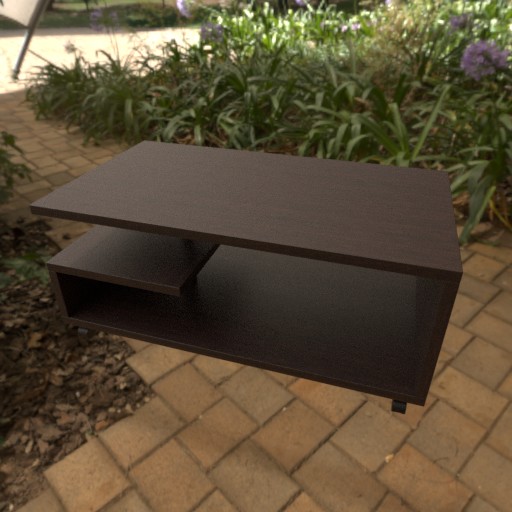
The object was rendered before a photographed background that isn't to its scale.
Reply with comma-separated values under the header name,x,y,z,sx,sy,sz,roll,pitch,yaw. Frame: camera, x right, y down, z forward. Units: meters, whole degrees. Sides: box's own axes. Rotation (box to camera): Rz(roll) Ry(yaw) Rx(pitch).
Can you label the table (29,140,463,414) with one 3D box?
name,x,y,z,sx,sy,sz,roll,pitch,yaw
table,0.000,0.000,1.374,1.050,0.460,0.590,9,33,15
